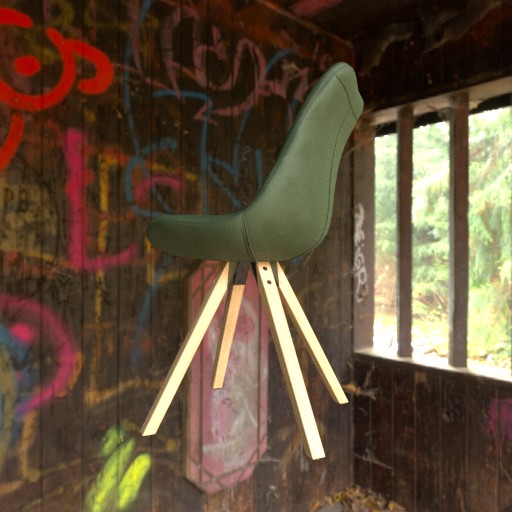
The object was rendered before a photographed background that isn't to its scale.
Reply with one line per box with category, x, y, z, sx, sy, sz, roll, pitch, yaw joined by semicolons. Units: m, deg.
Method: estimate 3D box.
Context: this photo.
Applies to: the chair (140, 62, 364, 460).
chair;0.000;0.000;1.193;0.547;0.865;0.483;0;0;19
